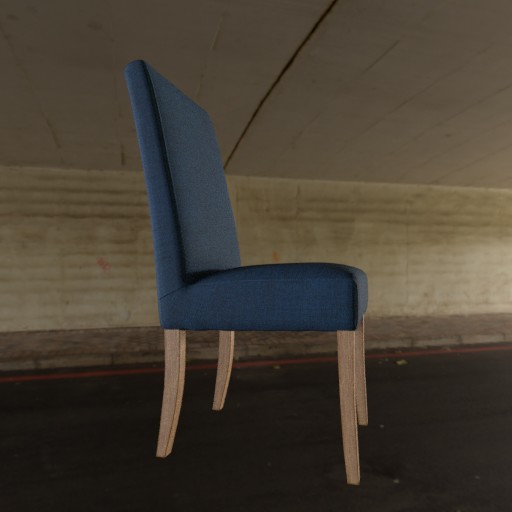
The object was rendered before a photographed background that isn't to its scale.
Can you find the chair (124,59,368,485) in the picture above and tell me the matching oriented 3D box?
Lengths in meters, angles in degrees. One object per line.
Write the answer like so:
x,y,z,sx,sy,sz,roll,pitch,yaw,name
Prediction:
0.000,0.000,1.278,0.610,1.029,0.450,0,-1,17,chair
